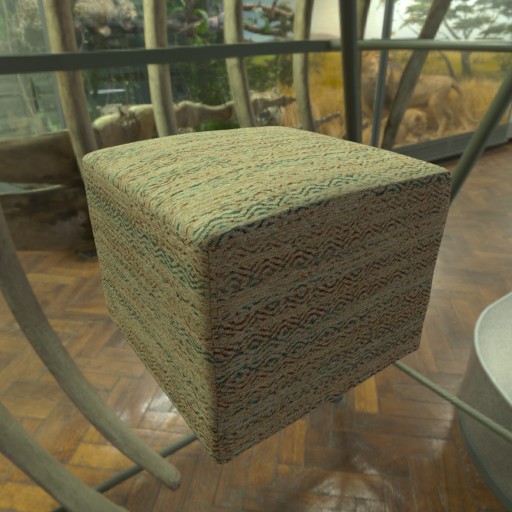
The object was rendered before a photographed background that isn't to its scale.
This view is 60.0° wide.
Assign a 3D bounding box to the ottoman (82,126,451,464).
[{"bbox_3d":[0.000,0.000,0.913,0.512,0.453,0.521,-18,32,-31],"label":"ottoman"}]
